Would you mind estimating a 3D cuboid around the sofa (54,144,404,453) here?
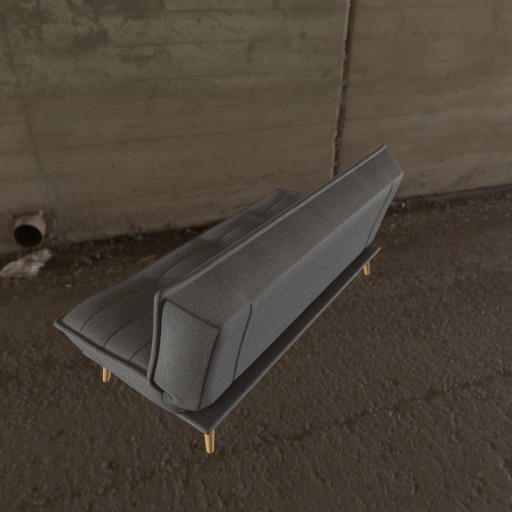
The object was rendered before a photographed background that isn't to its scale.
[{"bbox_3d":[0.000,0.000,2.456,0.950,0.890,1.940,20,37,30],"label":"sofa"}]
